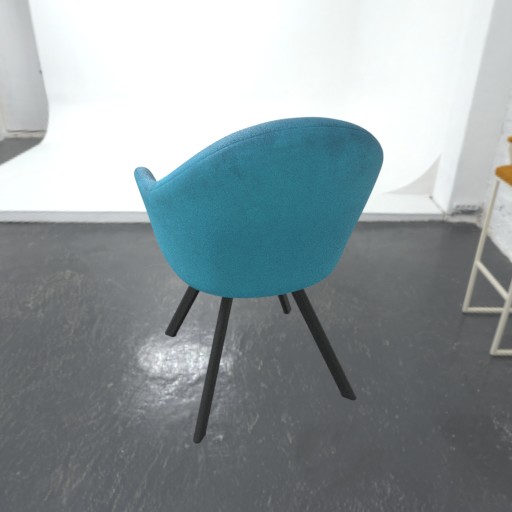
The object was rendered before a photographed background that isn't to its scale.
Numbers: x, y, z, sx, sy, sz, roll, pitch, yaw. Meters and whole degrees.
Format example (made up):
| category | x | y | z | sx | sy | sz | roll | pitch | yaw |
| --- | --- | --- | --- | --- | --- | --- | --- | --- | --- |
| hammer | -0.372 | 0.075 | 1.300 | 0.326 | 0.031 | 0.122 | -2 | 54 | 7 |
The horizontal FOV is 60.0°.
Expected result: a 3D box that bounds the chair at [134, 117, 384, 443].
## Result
| category | x | y | z | sx | sy | sz | roll | pitch | yaw |
| --- | --- | --- | --- | --- | --- | --- | --- | --- | --- |
| chair | 0.000 | 0.000 | 1.155 | 0.540 | 0.780 | 0.570 | -9 | 29 | -17 |
